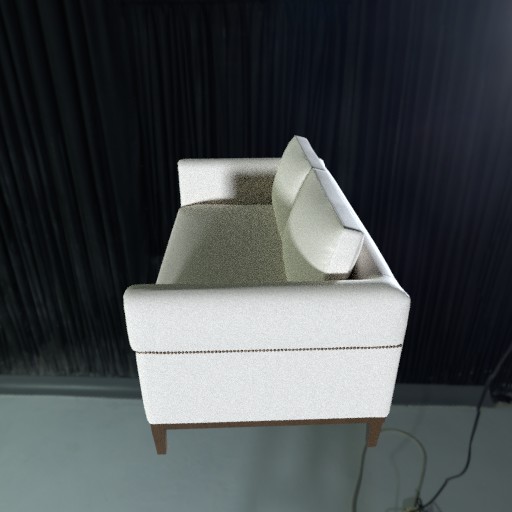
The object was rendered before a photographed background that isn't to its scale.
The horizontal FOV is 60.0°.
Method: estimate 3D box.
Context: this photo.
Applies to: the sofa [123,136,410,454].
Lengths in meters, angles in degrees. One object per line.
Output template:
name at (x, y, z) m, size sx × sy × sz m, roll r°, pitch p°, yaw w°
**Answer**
sofa at (0.000, 0.000, 2.153) m, size 0.905 × 0.873 × 1.598 m, roll -1°, pitch 28°, yaw -2°
